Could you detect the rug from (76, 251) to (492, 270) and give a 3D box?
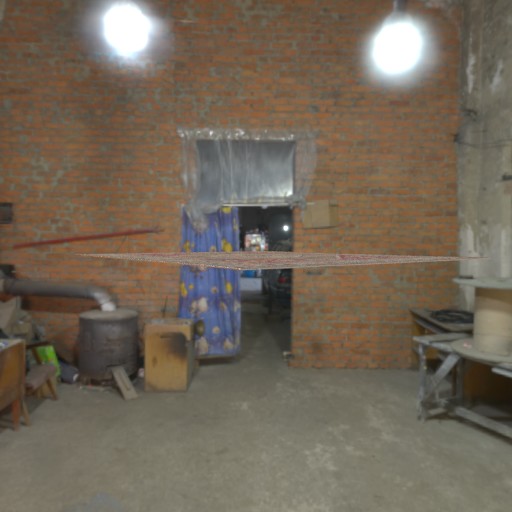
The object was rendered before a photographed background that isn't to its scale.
[{"bbox_3d":[0.000,0.000,4.119,2.451,0.008,3.143,-1,2,-36],"label":"rug"}]
